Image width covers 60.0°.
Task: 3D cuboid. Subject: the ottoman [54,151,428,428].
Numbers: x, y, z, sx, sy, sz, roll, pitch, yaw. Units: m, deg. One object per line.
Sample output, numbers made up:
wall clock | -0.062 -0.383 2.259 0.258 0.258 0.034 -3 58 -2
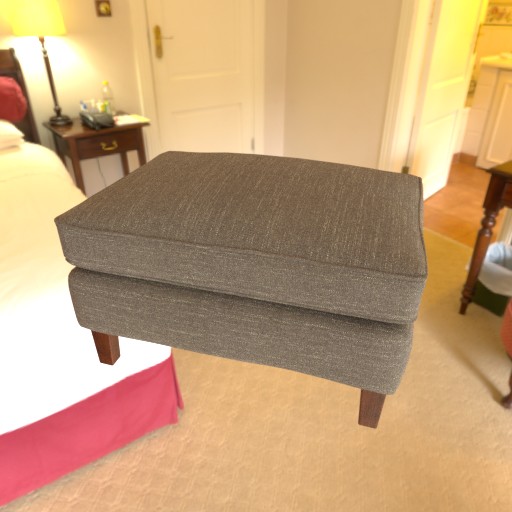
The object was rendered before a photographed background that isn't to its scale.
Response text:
ottoman | 0.000 0.000 0.999 0.686 0.406 0.508 9 31 15
